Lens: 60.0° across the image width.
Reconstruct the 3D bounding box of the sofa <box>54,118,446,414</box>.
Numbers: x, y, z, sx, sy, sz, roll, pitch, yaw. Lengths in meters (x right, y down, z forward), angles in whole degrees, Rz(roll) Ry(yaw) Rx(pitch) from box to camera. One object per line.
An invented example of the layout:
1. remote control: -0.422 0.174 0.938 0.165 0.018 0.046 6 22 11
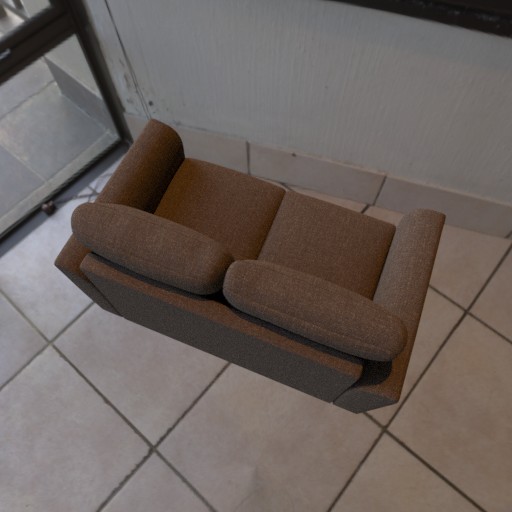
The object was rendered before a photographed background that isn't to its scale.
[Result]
1. sofa: 0.000 0.000 1.993 1.423 0.885 0.851 20 66 9
